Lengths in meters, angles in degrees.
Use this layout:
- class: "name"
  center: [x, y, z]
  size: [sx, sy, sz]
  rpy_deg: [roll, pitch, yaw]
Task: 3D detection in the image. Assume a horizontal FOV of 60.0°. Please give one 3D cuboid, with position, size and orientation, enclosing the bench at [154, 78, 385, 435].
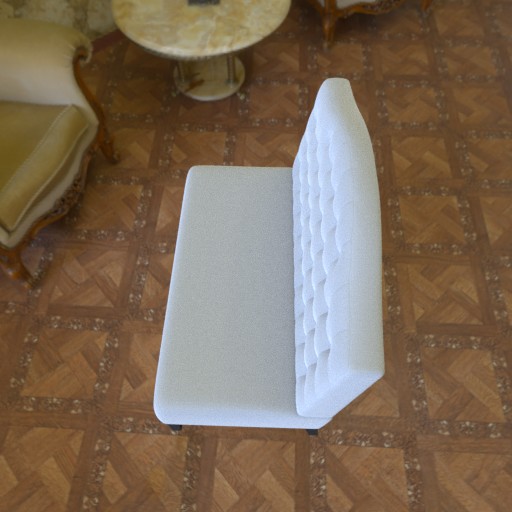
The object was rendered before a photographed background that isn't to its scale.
- class: "bench"
  center: [0.000, 0.000, 1.992]
  size: [0.815, 1.180, 1.335]
  rpy_deg: [2, 58, 1]
